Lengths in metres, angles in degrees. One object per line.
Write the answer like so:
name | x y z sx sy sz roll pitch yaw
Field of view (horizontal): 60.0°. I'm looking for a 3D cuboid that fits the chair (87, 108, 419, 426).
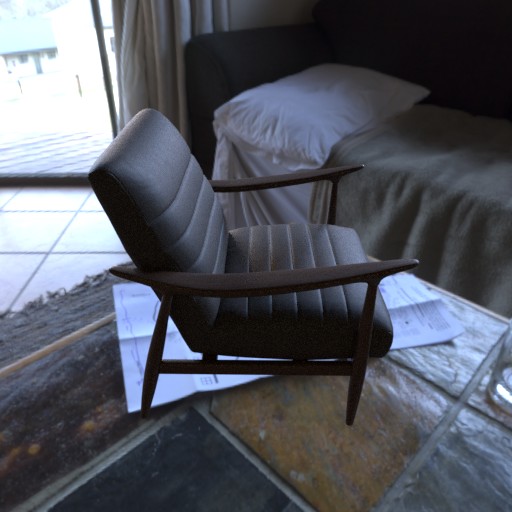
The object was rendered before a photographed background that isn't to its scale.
chair | 0.000 0.000 1.458 0.798 0.831 0.741 0 32 0
